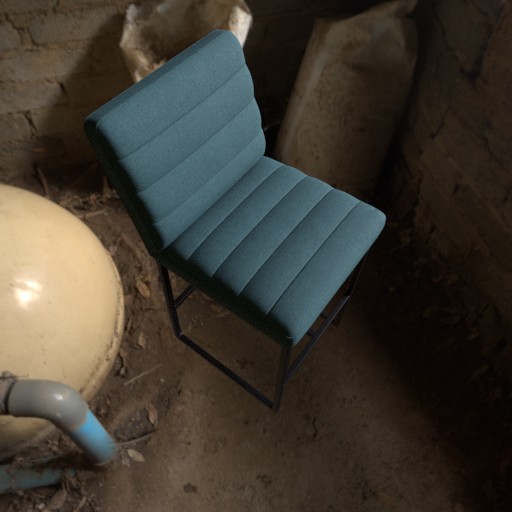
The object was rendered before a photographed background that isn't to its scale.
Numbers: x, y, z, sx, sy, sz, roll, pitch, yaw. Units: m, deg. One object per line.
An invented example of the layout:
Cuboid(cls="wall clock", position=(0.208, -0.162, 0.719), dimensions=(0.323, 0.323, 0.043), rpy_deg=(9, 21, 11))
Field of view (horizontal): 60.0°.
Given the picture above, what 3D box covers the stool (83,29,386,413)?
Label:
Cuboid(cls="stool", position=(0.000, 0.000, 1.324), dimensions=(0.560, 1.040, 0.460), rpy_deg=(32, 62, 20))
